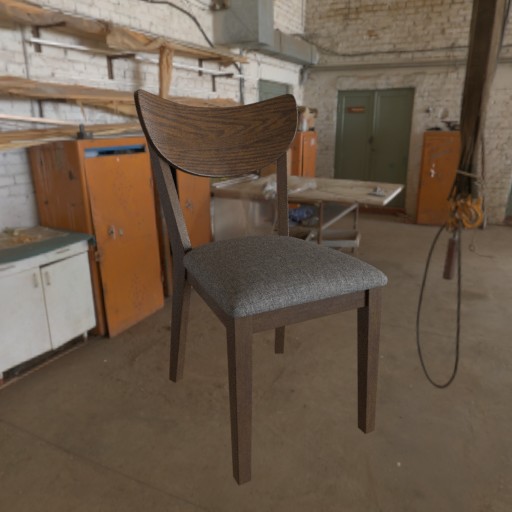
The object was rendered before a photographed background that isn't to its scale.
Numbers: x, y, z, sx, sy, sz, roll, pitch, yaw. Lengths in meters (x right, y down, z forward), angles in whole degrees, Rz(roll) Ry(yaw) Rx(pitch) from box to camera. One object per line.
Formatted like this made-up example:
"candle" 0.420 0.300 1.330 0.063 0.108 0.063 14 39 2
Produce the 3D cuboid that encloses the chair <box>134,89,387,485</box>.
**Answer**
"chair" 0.000 0.000 1.187 0.491 0.849 0.583 -9 19 -26
